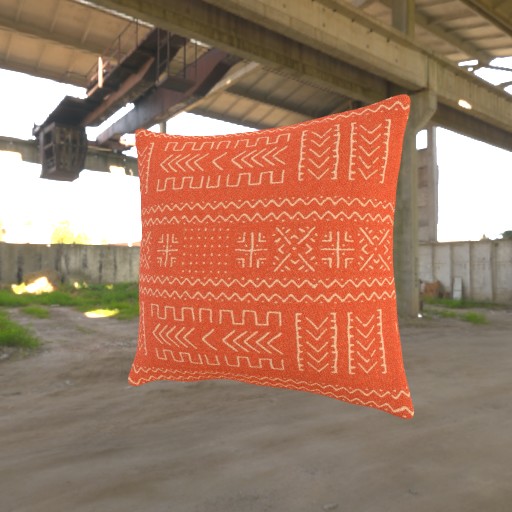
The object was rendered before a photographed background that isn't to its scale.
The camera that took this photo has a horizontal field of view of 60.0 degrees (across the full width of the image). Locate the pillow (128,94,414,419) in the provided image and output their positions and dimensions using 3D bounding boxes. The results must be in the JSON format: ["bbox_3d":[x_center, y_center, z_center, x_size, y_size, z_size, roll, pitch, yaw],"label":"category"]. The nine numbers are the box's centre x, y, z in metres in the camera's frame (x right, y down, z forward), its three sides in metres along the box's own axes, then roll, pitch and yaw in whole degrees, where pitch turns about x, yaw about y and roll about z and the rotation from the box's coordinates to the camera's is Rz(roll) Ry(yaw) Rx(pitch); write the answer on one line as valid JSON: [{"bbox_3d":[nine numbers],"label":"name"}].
[{"bbox_3d":[0.000,0.000,0.658,0.438,0.429,0.164,0,-1,20],"label":"pillow"}]
